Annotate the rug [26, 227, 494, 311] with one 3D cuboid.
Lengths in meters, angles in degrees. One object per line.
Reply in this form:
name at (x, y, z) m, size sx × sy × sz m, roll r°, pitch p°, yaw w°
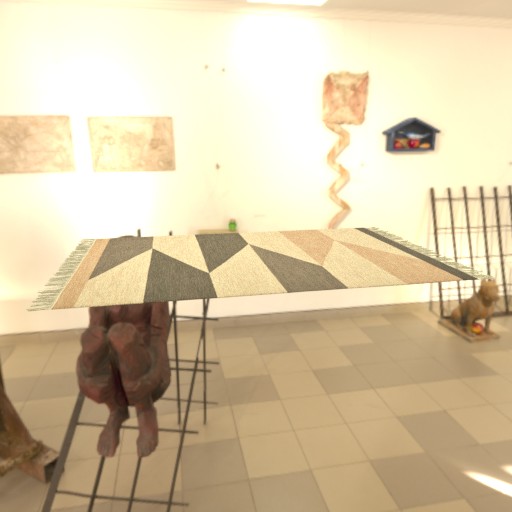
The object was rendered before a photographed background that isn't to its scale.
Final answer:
rug at (0.000, 0.000, 2.422) m, size 2.021 × 0.027 × 1.224 m, roll -3°, pitch 15°, yaw -11°
